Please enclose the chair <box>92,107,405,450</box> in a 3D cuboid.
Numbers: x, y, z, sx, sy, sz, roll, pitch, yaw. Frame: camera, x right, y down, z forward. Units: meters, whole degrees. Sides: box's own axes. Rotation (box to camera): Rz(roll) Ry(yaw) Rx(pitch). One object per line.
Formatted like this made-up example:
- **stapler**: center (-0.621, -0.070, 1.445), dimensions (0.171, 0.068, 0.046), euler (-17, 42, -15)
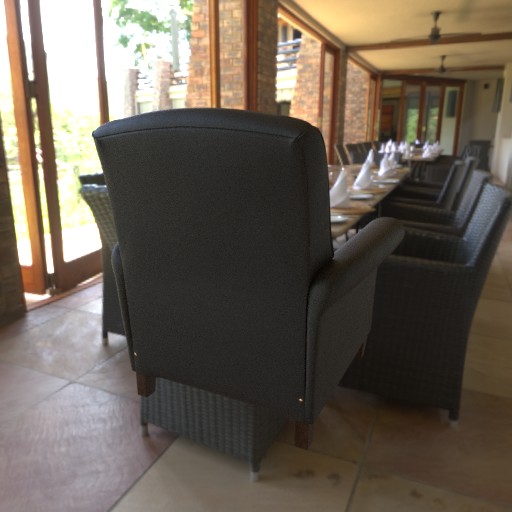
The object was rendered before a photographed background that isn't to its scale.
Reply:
- **chair**: center (0.000, 0.000, 1.740), dimensions (0.978, 1.061, 0.902), euler (7, 17, 26)
